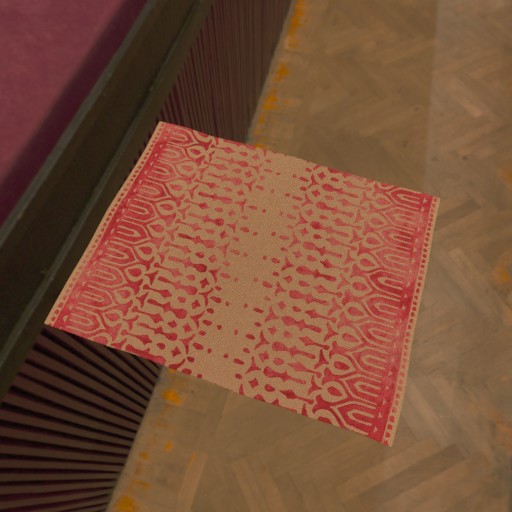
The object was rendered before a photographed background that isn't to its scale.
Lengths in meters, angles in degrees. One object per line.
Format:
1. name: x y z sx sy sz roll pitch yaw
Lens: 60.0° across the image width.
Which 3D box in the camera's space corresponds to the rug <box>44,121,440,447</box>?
1. rug: 0.000 0.000 4.144 3.095 0.016 2.441 17 65 8
